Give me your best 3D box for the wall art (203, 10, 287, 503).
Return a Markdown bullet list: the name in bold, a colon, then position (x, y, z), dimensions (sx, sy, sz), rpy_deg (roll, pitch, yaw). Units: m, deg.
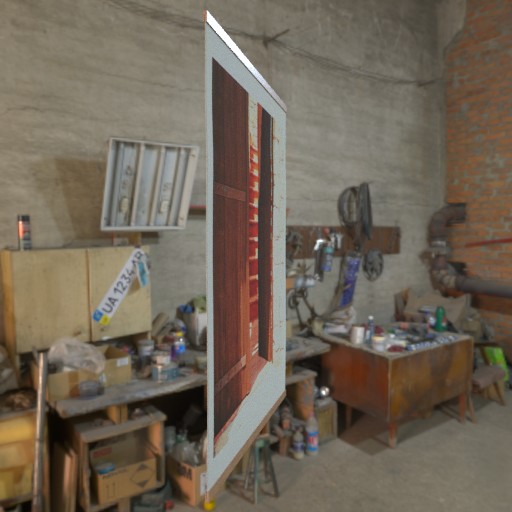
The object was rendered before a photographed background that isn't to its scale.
- **wall art**: position (0.000, 0.000, 1.855), dimensions (0.019, 1.527, 1.019), rpy_deg (1, 2, 18)
